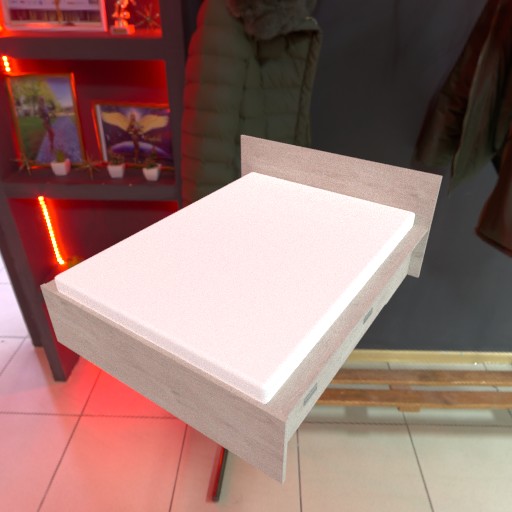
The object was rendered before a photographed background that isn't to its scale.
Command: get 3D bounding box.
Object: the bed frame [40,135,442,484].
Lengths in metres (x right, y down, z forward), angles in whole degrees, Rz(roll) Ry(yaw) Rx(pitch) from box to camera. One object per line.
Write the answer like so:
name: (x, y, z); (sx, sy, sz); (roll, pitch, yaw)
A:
bed frame: (0.000, 0.000, 2.820); (1.622, 0.800, 1.960); (20, 37, 29)
